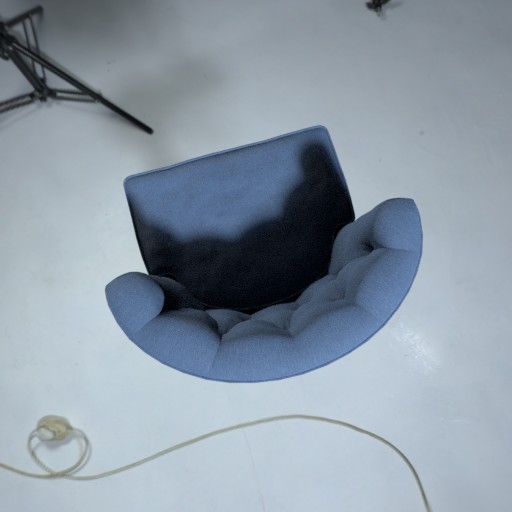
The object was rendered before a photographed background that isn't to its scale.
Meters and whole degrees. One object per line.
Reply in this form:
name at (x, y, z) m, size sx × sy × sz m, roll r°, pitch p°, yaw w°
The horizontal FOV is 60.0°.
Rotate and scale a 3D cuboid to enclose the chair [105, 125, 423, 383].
chair at (0.000, 0.000, 1.366) m, size 0.740 × 0.771 × 0.718 m, roll -16°, pitch 77°, yaw -4°
